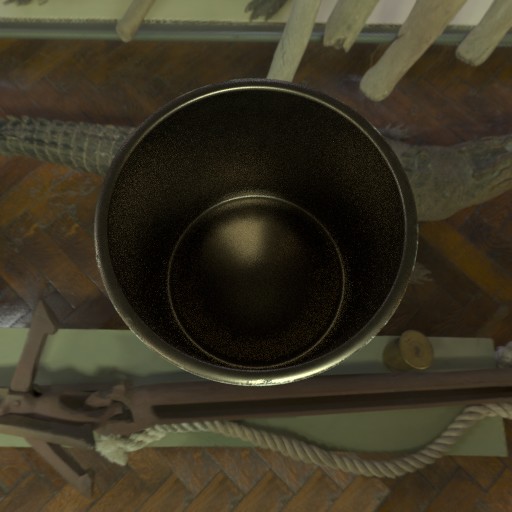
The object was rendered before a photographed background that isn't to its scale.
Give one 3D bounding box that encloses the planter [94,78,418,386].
[{"bbox_3d":[0.000,0.000,0.391,0.221,0.201,0.221,0,75,0],"label":"planter"}]
